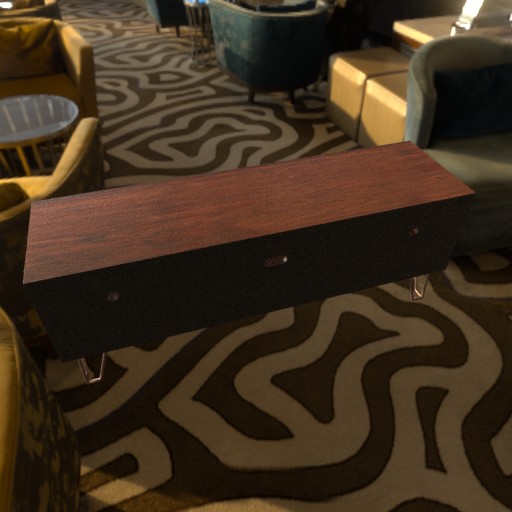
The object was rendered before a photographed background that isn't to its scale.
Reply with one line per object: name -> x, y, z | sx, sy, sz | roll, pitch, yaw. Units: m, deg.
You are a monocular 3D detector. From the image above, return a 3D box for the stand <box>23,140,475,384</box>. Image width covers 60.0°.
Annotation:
stand -> 0.000, 0.000, 1.894 | 1.626, 0.610, 0.481 | -12, 43, -13
